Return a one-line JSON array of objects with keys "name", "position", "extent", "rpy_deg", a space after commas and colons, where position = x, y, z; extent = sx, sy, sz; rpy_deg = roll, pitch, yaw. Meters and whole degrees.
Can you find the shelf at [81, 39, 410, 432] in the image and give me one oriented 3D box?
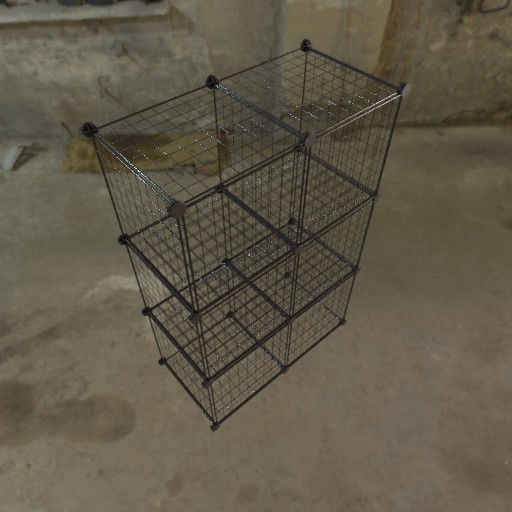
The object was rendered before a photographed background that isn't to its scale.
[{"name": "shelf", "position": [0.000, 0.000, 1.426], "extent": [0.711, 1.067, 0.356], "rpy_deg": [-33, 56, -26]}]
